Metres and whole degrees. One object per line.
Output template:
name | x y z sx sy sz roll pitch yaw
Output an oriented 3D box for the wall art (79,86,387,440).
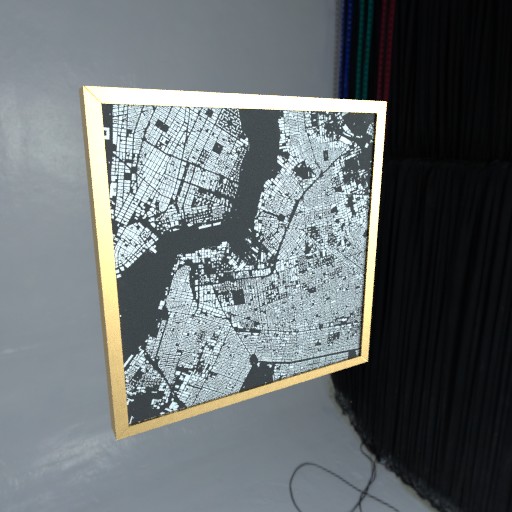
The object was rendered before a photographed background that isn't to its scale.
wall art | 0.000 0.000 1.887 1.284 1.284 0.095 -8 17 -28
